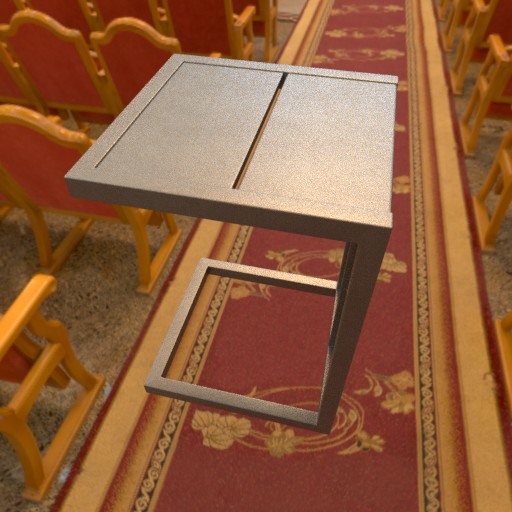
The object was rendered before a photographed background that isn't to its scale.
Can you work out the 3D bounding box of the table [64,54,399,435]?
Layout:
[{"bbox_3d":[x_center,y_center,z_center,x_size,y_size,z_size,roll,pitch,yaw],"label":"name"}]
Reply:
[{"bbox_3d":[0.000,0.000,0.899,0.420,0.609,0.405,10,47,9],"label":"table"}]
